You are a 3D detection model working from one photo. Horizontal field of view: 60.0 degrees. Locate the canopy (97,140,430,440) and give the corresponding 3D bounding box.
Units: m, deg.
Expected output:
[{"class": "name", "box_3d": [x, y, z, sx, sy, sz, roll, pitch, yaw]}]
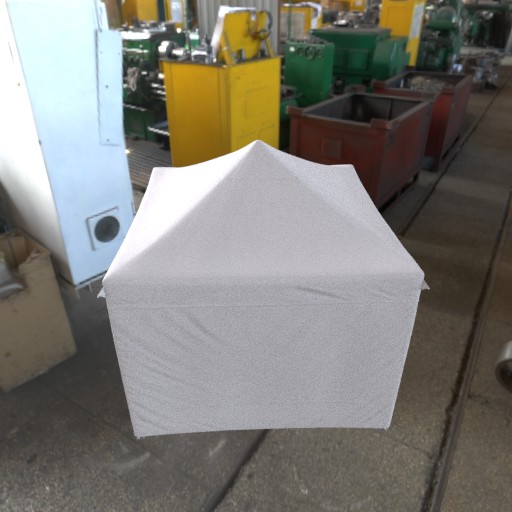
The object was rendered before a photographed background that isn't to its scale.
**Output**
[{"class": "canopy", "box_3d": [0.000, 0.000, 5.608, 3.043, 2.997, 3.121, -1, 31, -2]}]
